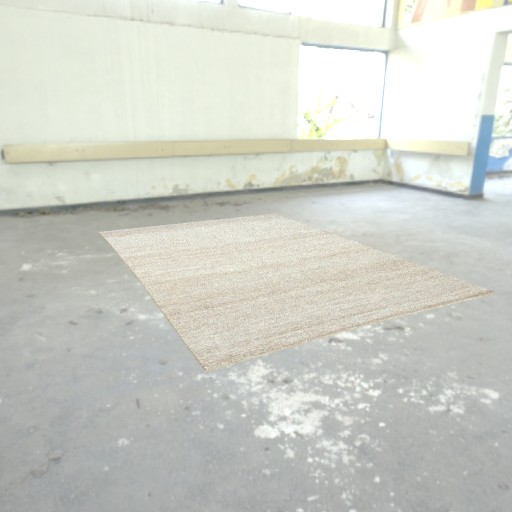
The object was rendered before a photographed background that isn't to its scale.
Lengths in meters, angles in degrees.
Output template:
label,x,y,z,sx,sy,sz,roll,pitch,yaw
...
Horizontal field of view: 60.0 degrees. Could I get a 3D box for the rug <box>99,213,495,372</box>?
label,x,y,z,sx,sy,sz,roll,pitch,yaw
rug,0.000,0.000,2.873,1.596,0.030,2.283,-9,19,-26
